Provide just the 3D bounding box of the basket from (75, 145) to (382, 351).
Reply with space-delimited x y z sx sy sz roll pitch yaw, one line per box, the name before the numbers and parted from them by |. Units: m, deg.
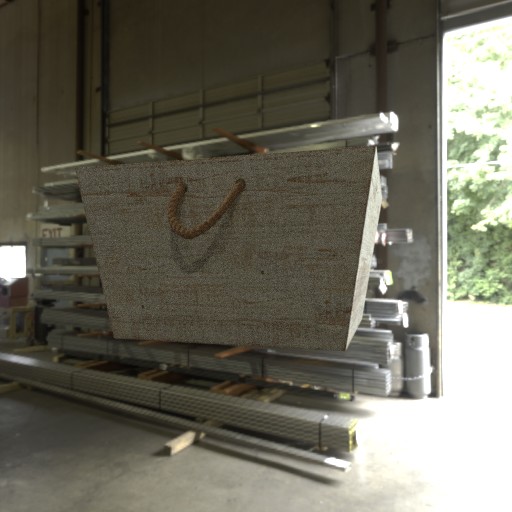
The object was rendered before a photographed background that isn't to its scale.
basket | 0.000 0.000 0.765 0.413 0.247 0.545 0 -1 17
